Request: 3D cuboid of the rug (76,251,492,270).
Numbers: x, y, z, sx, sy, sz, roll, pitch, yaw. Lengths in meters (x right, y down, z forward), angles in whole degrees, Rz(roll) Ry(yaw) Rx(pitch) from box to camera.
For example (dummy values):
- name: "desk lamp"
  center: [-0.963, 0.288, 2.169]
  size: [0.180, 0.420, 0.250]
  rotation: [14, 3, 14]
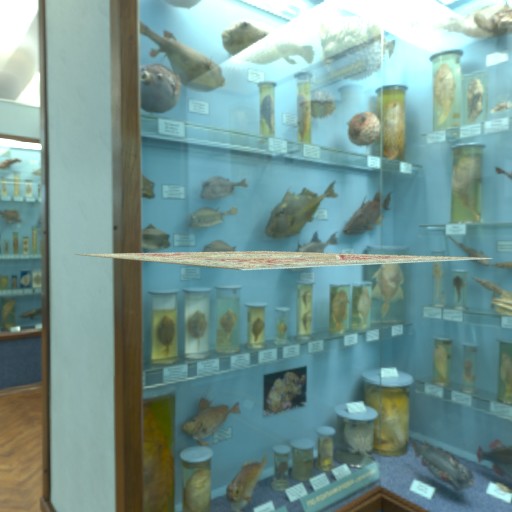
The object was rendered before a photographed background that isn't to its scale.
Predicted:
- name: "rug"
  center: [0.000, 0.000, 4.119]
  size: [2.451, 0.008, 3.143]
  rotation: [-1, 2, -36]
